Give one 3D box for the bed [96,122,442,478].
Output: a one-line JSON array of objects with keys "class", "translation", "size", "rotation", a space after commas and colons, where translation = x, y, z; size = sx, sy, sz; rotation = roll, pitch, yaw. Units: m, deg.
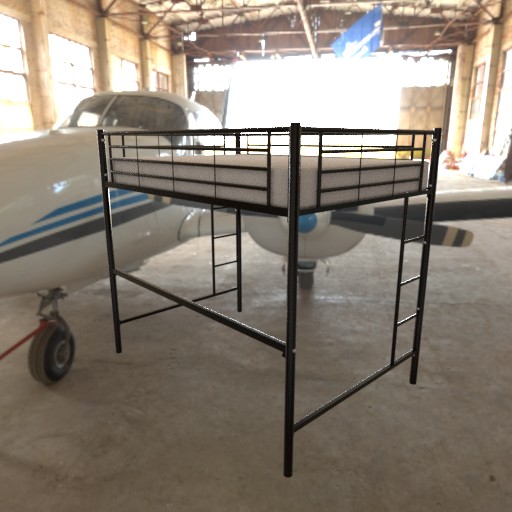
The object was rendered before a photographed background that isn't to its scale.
[{"class": "bed", "translation": [0.000, 0.000, 3.268], "size": [1.397, 1.803, 1.994], "rotation": [-13, 20, -41]}]
